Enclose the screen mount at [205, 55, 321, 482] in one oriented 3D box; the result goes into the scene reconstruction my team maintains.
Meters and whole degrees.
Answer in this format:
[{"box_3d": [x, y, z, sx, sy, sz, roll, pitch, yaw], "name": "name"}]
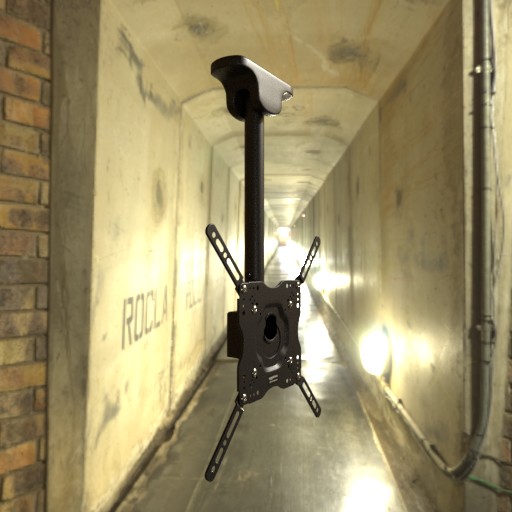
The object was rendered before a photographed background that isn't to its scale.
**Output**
[{"box_3d": [0.000, 0.000, 0.892, 0.090, 0.729, 0.393, -1, -2, 35], "name": "screen mount"}]
